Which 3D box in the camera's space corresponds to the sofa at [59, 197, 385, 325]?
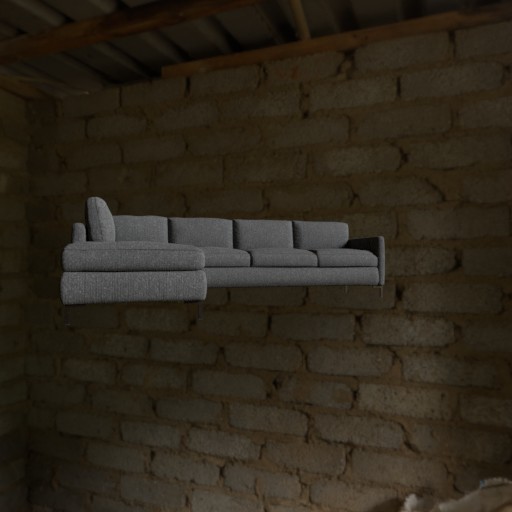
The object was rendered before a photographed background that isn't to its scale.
[{"bbox_3d":[0.000,0.000,3.840,2.949,0.815,2.007,0,-1,-18],"label":"sofa"}]
